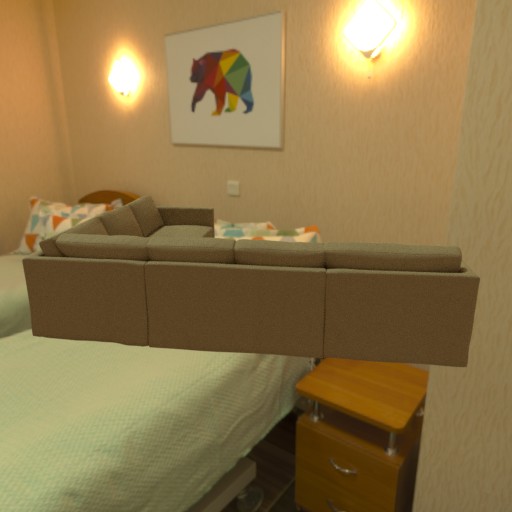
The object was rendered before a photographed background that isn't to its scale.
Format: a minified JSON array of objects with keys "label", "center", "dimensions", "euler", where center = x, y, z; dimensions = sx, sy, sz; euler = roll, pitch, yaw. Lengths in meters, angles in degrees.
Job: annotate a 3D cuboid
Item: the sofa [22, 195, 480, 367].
[{"label":"sofa","center":[0.000,0.000,4.511],"dimensions":[3.528,0.878,2.476],"euler":[2,17,7]}]
